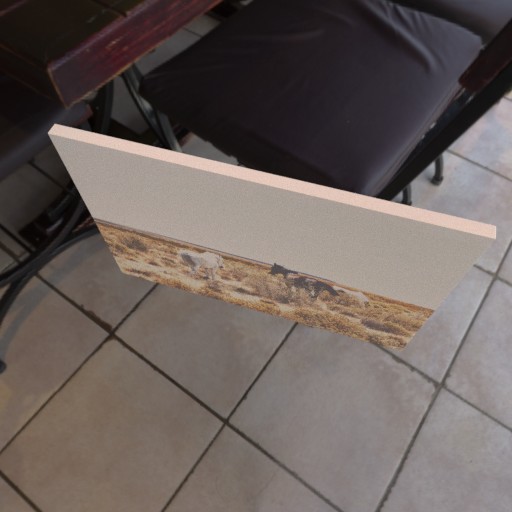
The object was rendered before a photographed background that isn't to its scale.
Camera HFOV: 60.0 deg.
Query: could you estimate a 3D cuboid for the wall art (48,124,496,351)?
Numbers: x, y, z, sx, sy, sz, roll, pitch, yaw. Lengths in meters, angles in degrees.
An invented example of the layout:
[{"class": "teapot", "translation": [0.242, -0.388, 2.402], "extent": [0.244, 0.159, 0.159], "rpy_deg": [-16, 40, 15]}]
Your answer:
[{"class": "wall art", "translation": [0.000, 0.000, 1.892], "extent": [1.520, 1.016, 0.051], "rpy_deg": [15, 60, 9]}]
